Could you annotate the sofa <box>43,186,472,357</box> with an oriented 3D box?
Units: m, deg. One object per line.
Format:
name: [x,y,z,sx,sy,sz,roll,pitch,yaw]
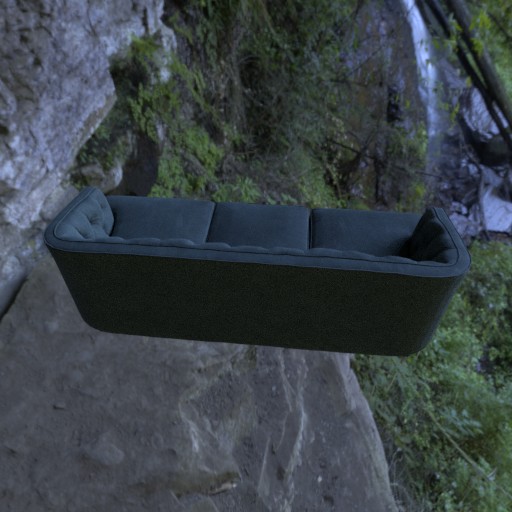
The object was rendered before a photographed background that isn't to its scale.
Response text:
sofa: [0.000,0.000,2.777,2.278,0.855,0.941,4,46,4]
